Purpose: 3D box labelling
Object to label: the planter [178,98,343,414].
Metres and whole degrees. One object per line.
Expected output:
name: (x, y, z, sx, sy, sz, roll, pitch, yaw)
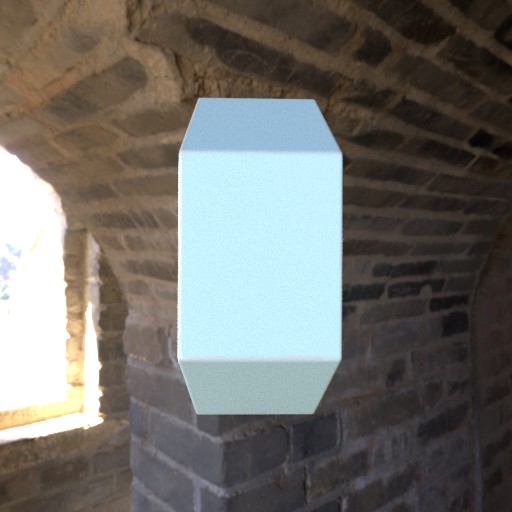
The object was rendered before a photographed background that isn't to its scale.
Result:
planter: (0.000, 0.000, 0.291, 0.078, 0.207, 0.169, 0, 0, -1)
